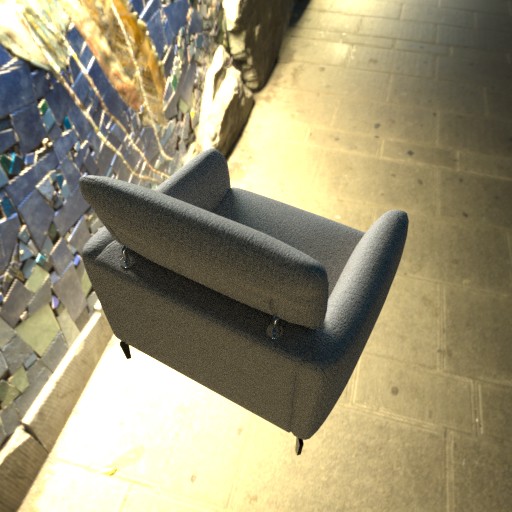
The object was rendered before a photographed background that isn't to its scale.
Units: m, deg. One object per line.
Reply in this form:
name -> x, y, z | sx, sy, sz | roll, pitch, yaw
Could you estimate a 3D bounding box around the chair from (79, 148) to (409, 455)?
chair -> 0.000, 0.000, 1.666 | 0.972, 0.967, 0.835 | 22, 51, 19
